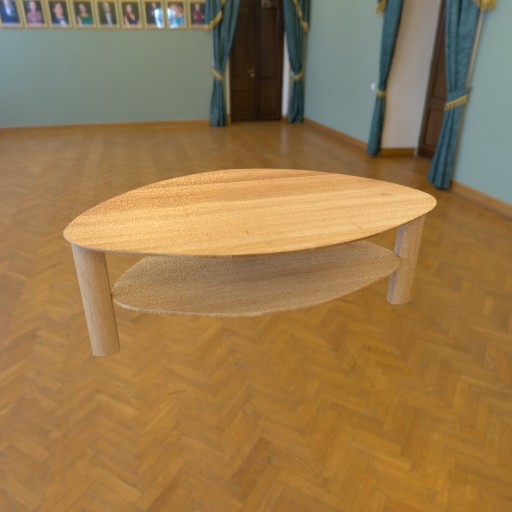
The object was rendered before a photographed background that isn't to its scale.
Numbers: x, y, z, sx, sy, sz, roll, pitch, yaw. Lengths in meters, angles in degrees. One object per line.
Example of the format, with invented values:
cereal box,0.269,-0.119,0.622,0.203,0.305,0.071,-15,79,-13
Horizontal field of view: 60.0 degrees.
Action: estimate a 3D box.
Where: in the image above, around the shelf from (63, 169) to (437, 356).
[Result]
shelf,0.000,0.000,1.654,1.246,0.440,0.845,-7,27,-15
